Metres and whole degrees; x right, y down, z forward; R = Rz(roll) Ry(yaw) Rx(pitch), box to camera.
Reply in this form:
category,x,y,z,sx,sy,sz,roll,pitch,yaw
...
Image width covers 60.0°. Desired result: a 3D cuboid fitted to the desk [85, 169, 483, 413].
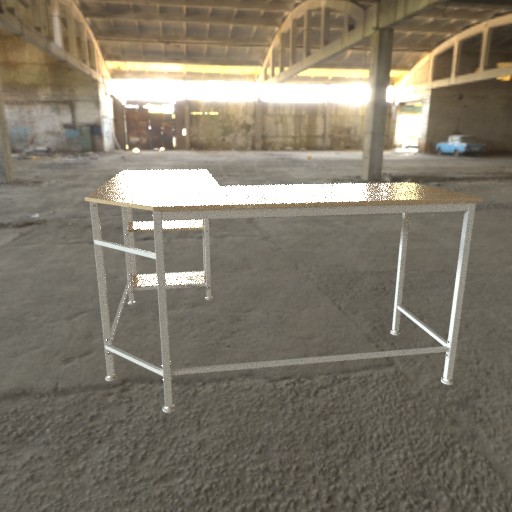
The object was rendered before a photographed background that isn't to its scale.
category,x,y,z,sx,sy,sz,roll,pitch,yaw
desk,0.000,0.000,2.196,1.379,0.739,1.379,-3,16,-9
